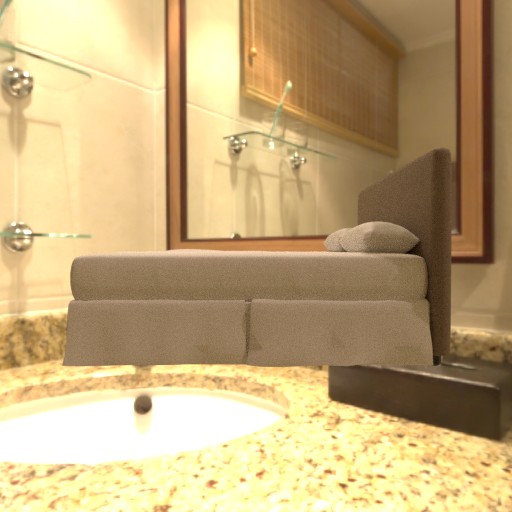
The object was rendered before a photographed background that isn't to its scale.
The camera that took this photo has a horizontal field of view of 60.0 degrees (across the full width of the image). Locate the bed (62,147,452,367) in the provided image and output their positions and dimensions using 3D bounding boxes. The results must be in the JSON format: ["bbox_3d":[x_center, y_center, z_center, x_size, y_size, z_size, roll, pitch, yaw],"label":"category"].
[{"bbox_3d":[0.000,0.000,3.624,2.341,1.317,2.119,0,1,0],"label":"bed"}]
